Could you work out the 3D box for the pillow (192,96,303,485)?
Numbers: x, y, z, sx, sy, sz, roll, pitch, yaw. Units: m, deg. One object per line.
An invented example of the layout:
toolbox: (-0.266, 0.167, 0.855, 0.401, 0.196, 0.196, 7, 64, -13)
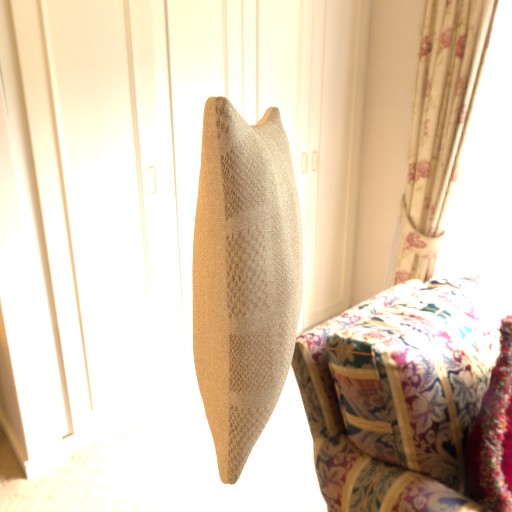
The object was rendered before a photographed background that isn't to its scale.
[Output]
pillow: (0.000, 0.000, 0.661, 0.138, 0.432, 0.436, 3, 18, 9)
